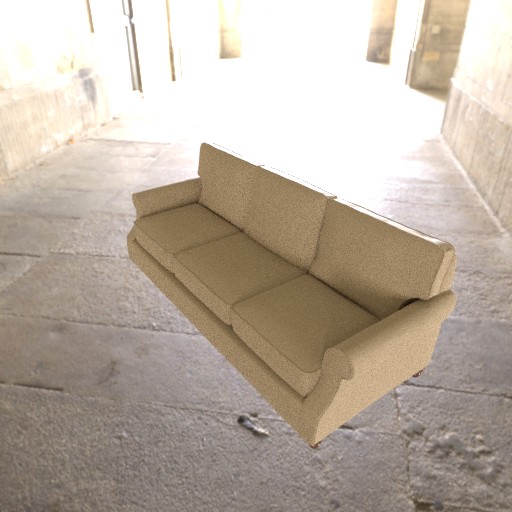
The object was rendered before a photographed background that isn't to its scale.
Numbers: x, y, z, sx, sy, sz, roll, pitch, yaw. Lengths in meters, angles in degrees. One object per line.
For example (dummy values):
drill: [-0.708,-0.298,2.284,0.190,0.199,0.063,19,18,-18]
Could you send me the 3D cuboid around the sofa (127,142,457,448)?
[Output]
sofa: [0.000,0.000,2.885,0.966,0.948,2.354,-20,36,-31]
